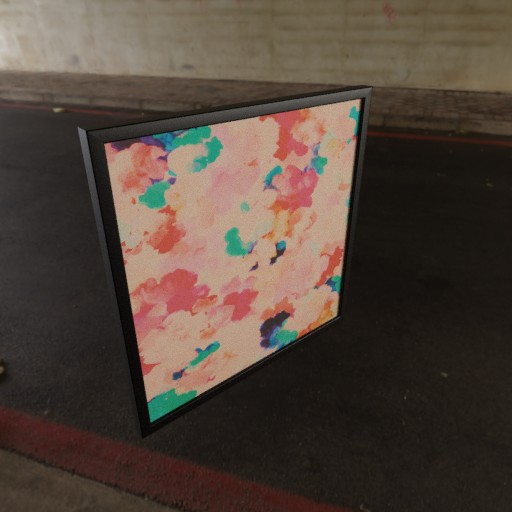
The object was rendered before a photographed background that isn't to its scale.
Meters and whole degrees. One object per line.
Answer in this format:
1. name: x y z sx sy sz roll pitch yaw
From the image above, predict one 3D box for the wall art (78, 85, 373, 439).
1. wall art: 0.000 0.000 1.135 0.756 0.755 0.036 -22 36 -34
